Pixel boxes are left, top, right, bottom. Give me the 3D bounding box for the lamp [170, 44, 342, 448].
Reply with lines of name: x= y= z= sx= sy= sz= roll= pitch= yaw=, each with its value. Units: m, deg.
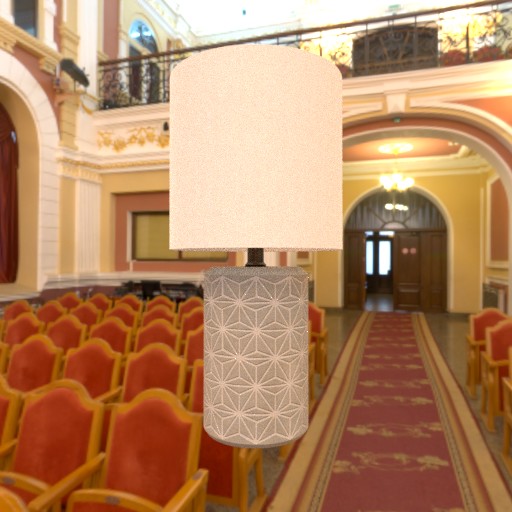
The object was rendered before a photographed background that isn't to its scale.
lamp: x=0.000 y=0.000 z=0.538 sx=0.206 sy=0.416 sz=0.206 roll=0 pitch=-1 yaw=18
